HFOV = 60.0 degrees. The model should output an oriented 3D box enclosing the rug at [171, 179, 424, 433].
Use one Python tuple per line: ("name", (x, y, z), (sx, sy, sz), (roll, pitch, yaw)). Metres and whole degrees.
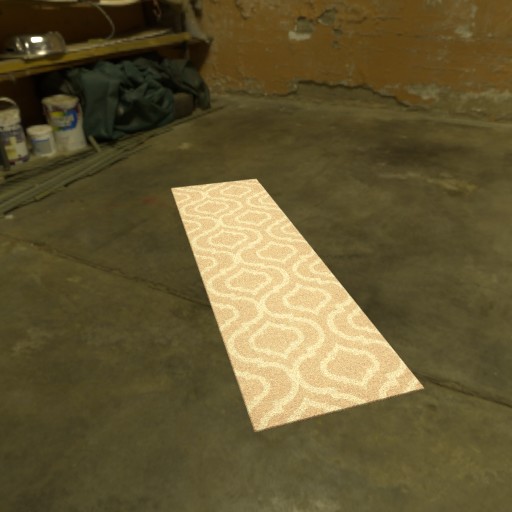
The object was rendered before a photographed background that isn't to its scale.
("rug", (0.000, 0.000, 2.579), (0.691, 0.013, 2.289), (-9, 32, -14))
